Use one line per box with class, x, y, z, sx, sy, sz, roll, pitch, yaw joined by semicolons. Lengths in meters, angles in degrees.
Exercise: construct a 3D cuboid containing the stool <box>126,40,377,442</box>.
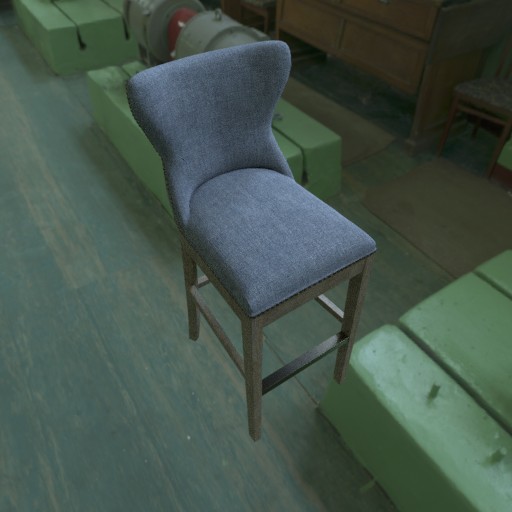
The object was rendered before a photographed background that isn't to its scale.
stool;0.000;0.000;1.429;0.494;1.123;0.606;-25;50;-24
